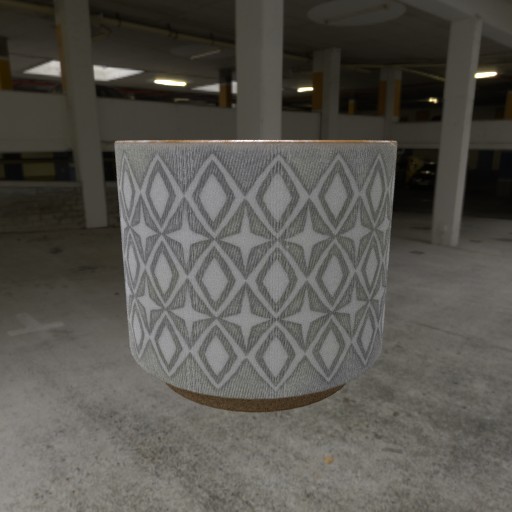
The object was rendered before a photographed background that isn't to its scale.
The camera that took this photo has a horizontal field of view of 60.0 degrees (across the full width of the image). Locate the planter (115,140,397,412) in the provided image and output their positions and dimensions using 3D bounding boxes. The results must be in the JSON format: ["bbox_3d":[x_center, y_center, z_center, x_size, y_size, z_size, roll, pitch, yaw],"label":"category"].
[{"bbox_3d":[0.000,0.000,0.444,0.255,0.223,0.255,0,14,0],"label":"planter"}]
